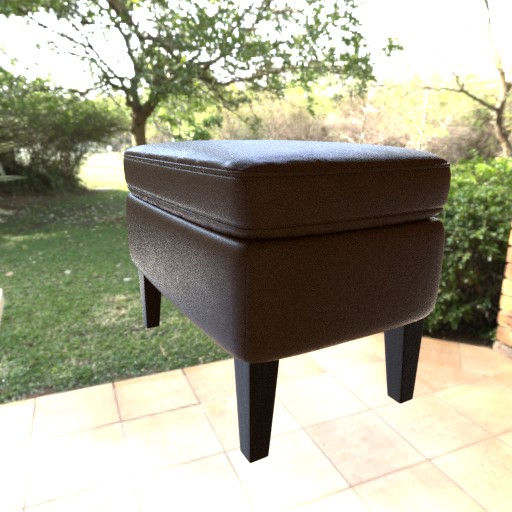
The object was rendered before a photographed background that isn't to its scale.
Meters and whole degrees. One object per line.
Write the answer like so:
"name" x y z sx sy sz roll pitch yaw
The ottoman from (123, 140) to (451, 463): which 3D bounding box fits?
"ottoman" 0.000 0.000 0.950 0.420 0.480 0.670 -8 17 -28
